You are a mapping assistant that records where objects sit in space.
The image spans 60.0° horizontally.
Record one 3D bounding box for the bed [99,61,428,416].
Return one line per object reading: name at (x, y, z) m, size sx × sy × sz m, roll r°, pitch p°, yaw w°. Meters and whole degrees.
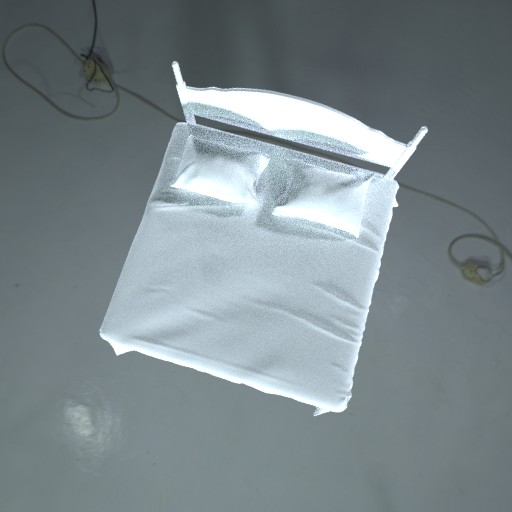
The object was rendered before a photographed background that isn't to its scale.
bed at (0.000, 0.000, 3.605) m, size 2.322 × 1.355 × 2.219 m, roll 16°, pitch 78°, yaw 4°
